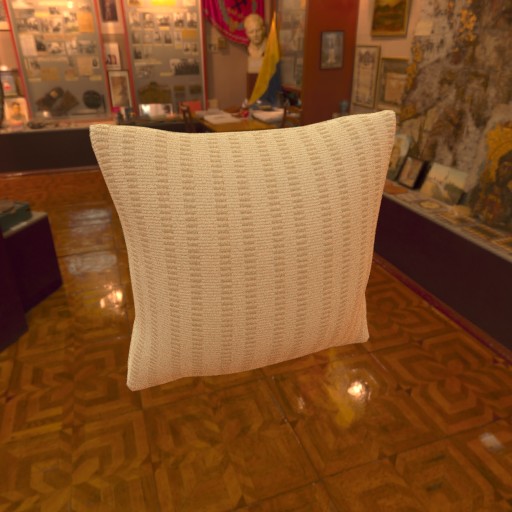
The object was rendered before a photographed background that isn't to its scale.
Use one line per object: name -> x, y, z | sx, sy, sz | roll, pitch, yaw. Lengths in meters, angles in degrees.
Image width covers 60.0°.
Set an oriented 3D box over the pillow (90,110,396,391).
pillow -> 0.000, 0.000, 0.689 | 0.438, 0.419, 0.247 | -8, 27, -16
